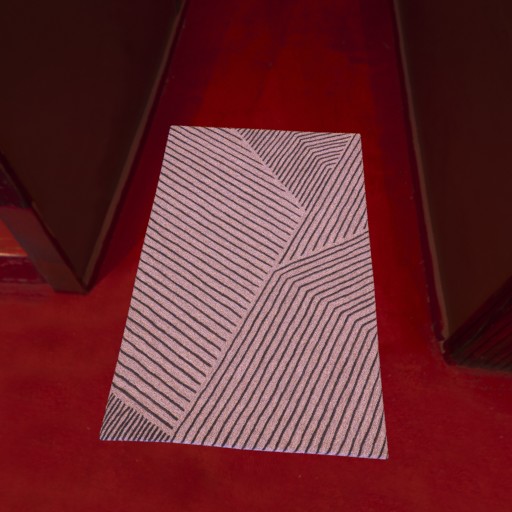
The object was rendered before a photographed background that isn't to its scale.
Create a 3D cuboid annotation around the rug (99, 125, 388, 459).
[{"bbox_3d":[0.000,0.000,2.968,1.539,0.023,2.406,3,59,2],"label":"rug"}]
